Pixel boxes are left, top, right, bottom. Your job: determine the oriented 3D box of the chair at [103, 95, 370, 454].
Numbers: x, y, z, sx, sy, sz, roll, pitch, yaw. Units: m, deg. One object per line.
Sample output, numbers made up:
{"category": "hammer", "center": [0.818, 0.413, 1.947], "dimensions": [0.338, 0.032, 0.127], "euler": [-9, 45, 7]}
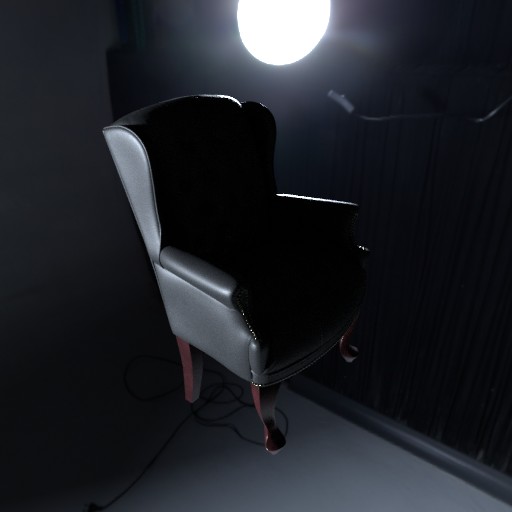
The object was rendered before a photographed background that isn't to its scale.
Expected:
{"category": "chair", "center": [0.000, 0.000, 1.683], "dimensions": [0.762, 1.111, 0.838], "euler": [18, 32, 32]}
